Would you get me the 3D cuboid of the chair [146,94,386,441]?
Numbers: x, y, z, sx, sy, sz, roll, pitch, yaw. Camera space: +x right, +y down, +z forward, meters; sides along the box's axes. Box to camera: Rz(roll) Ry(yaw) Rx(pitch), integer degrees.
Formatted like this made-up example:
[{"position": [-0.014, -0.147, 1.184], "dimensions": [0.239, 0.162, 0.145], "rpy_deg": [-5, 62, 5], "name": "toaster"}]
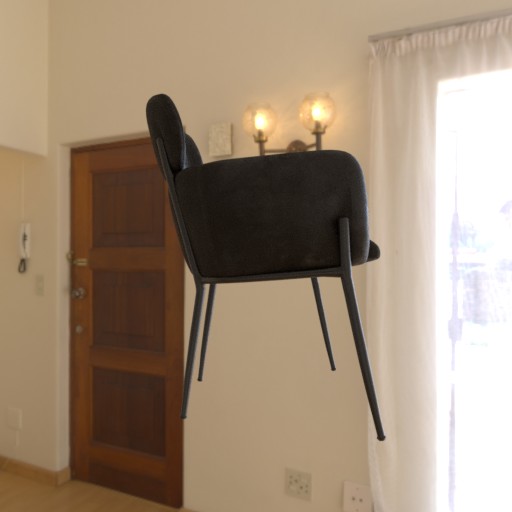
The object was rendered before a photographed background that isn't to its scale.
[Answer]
[{"position": [0.000, 0.000, 1.281], "dimensions": [0.604, 0.818, 0.640], "rpy_deg": [0, 0, 0], "name": "chair"}]
